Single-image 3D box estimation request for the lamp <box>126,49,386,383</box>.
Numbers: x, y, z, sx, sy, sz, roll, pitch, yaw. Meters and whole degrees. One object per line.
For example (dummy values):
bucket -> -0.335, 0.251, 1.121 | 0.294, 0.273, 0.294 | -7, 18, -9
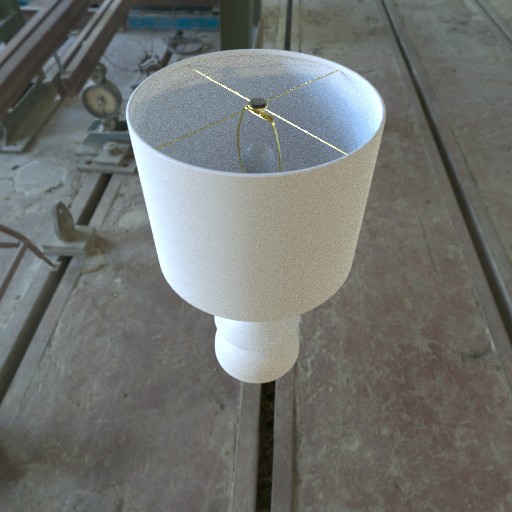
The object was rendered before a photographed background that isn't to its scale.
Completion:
lamp -> 0.000, 0.000, 0.715 | 0.301, 0.533, 0.301 | -33, 54, -27
